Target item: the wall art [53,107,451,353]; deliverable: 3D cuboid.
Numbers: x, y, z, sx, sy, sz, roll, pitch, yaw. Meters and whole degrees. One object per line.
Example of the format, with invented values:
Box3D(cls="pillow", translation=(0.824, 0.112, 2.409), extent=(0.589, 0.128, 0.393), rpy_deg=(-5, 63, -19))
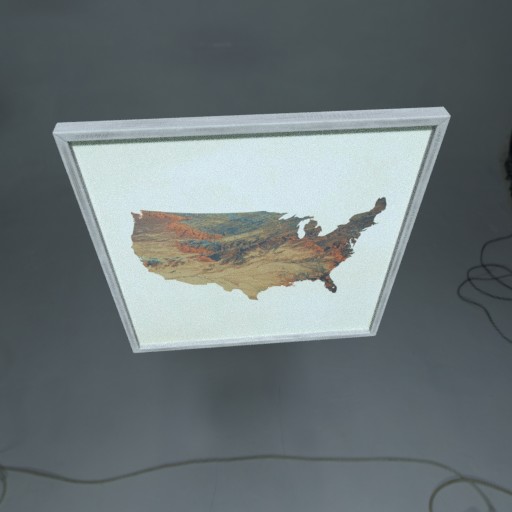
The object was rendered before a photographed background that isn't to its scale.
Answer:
Box3D(cls="wall art", translation=(0.000, 0.000, 0.449), extent=(0.303, 0.303, 0.015), rpy_deg=(-3, 46, -3))
